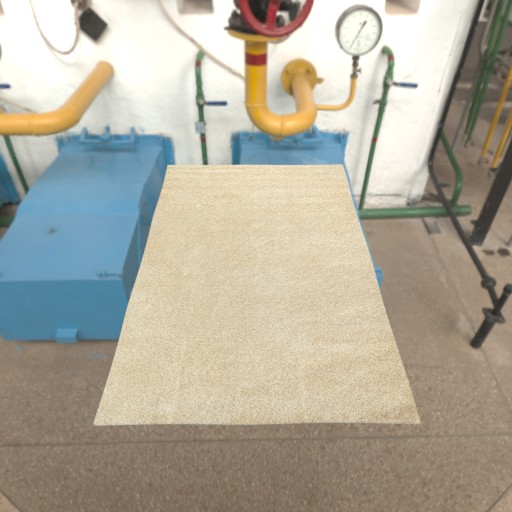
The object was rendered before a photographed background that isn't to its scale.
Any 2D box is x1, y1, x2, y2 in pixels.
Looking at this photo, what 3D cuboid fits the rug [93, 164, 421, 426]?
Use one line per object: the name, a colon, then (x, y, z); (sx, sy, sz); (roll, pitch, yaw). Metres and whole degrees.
rug: (0.000, 0.000, 2.917); (1.500, 0.025, 2.346); (0, 41, 0)
